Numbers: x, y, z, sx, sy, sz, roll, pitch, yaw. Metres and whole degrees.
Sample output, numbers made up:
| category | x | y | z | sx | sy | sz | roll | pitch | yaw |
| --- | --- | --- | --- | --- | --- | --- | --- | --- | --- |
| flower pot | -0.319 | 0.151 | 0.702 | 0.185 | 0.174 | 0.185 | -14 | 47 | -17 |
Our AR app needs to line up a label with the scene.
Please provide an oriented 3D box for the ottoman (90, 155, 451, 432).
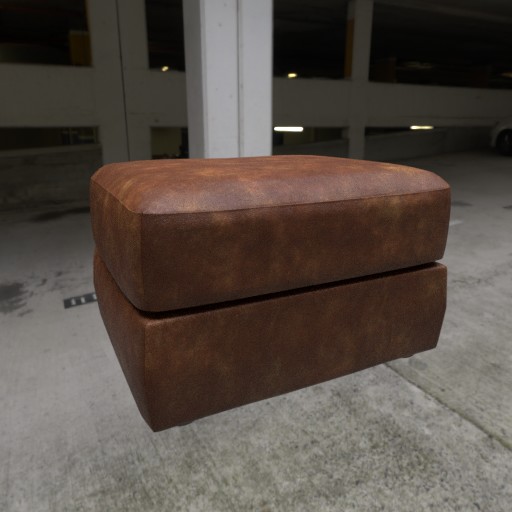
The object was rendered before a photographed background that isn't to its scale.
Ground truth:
| category | x | y | z | sx | sy | sz | roll | pitch | yaw |
| --- | --- | --- | --- | --- | --- | --- | --- | --- | --- |
| ottoman | 0.000 | 0.000 | 1.128 | 0.751 | 0.476 | 0.603 | -8 | 18 | -25 |
